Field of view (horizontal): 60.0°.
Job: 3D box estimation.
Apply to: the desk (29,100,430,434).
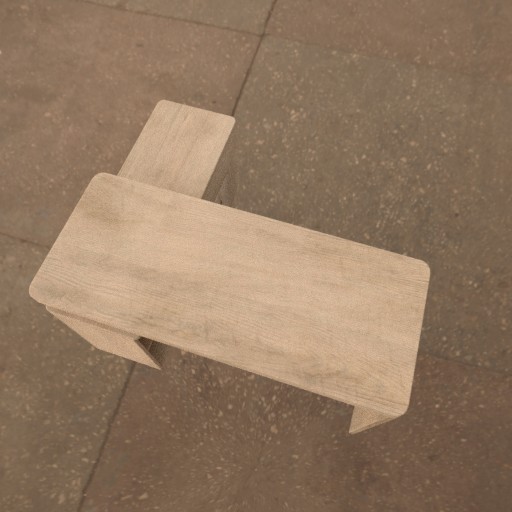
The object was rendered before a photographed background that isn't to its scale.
[{"bbox_3d":[0.000,0.000,2.112,1.400,0.770,1.175,16,65,8],"label":"desk"}]
